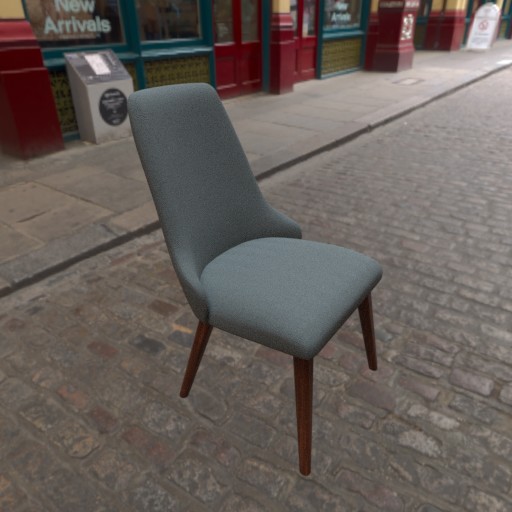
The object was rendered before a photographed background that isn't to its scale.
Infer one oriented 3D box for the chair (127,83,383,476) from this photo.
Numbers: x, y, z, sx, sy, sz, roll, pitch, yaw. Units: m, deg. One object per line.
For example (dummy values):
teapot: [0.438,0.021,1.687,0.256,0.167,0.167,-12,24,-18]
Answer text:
chair: [0.000,0.000,1.344,0.707,0.918,0.535,19,34,31]
